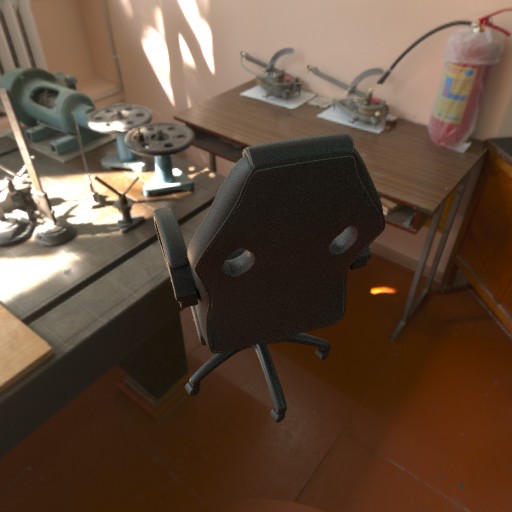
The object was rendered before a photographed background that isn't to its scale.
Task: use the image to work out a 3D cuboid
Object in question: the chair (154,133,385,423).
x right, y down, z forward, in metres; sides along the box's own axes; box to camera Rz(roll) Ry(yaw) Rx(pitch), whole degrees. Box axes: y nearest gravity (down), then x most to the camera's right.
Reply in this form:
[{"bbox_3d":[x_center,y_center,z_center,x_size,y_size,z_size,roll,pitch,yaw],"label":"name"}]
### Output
[{"bbox_3d":[0.000,0.000,1.621,0.673,1.187,0.724,-12,41,-14],"label":"chair"}]
